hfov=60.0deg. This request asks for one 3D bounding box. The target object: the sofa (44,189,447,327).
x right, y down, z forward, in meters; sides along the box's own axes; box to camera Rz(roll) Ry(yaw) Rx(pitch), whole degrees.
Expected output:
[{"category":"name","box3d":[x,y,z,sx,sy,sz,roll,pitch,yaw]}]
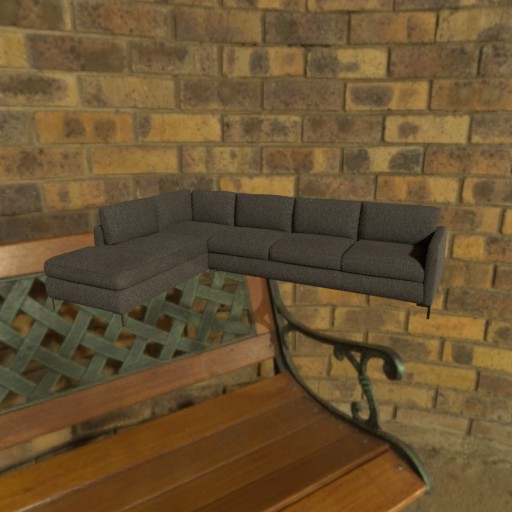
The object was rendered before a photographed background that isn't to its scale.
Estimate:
[{"category":"sofa","box3d":[0.000,0.000,3.850,2.949,0.815,2.007,8,18,25]}]
